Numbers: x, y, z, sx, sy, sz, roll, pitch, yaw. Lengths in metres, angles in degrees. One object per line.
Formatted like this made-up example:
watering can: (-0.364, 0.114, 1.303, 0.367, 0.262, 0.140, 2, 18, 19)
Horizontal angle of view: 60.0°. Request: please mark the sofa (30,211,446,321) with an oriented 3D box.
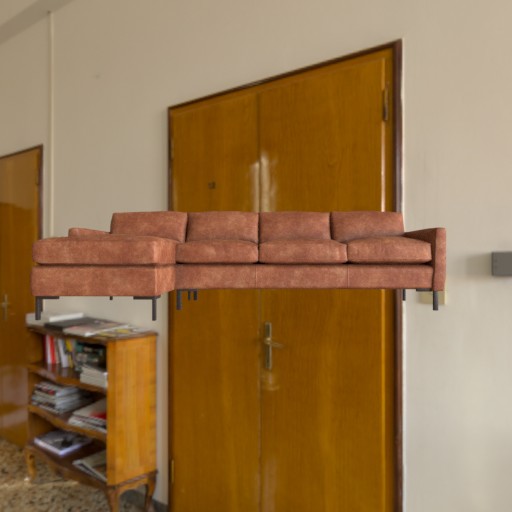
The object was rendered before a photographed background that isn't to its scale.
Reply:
sofa: (0.000, 0.000, 3.615, 2.993, 0.859, 1.471, 0, 0, 1)
